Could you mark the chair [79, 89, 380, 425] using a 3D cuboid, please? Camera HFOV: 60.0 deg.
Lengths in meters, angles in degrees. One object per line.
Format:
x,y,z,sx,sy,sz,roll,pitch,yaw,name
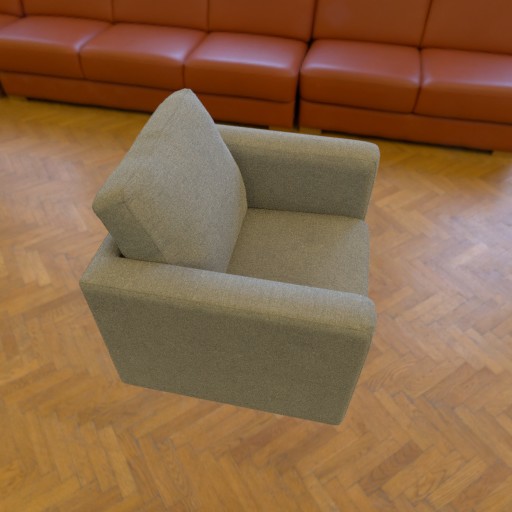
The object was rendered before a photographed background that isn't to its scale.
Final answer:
0.000,0.000,1.551,0.800,0.927,0.855,8,47,8,chair
